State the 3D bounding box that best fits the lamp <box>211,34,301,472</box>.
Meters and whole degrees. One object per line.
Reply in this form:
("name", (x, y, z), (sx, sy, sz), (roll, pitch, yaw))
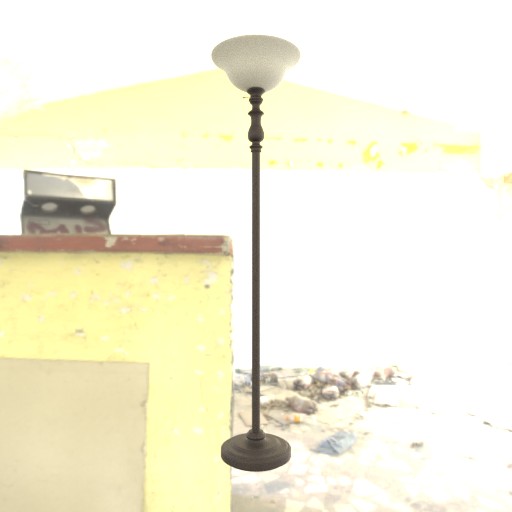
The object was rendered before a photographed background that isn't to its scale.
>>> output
("lamp", (0.000, 0.000, 1.991), (0.405, 1.797, 0.405), (0, -1, 18))
